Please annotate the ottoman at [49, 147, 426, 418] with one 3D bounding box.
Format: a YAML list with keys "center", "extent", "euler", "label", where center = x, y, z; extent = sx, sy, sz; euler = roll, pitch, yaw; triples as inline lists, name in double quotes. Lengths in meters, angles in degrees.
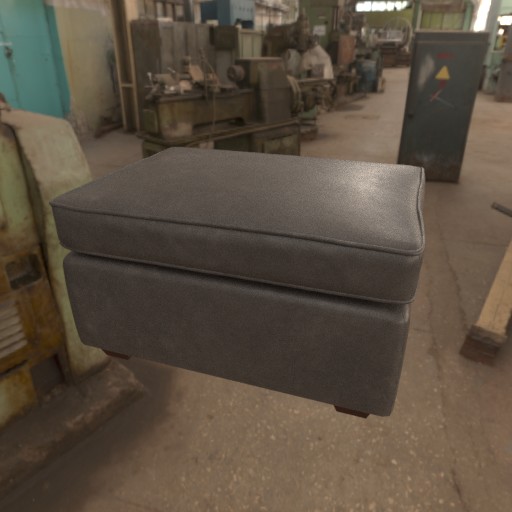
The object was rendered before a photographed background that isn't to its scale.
- center: [0.000, 0.000, 1.114]
  extent: [0.756, 0.445, 0.554]
  euler: [9, 28, 17]
  label: "ottoman"
